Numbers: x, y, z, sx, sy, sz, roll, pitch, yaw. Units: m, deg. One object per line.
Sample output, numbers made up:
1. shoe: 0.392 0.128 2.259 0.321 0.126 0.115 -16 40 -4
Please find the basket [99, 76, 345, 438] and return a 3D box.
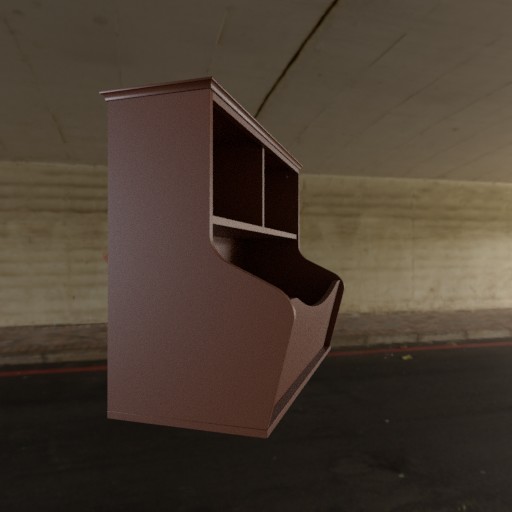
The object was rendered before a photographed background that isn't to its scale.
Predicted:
1. basket: 0.000 0.000 1.164 0.376 0.625 0.792 0 0 18
